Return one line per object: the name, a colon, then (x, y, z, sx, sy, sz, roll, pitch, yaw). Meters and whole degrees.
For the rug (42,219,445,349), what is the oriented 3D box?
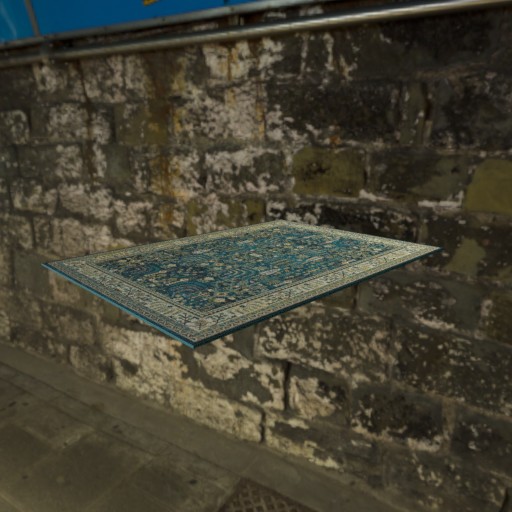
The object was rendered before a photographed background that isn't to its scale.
rug: (0.000, 0.000, 2.980, 2.213, 0.013, 1.594, -14, 21, -42)
